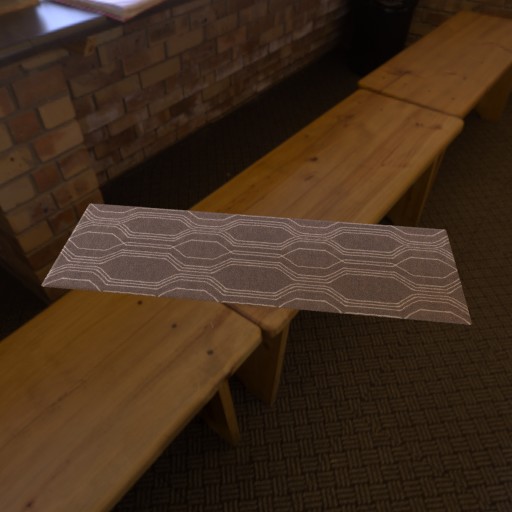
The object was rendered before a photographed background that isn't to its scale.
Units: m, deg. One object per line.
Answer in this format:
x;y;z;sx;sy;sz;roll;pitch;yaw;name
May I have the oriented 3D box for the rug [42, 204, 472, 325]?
0.000;0.000;2.787;2.464;0.012;0.773;5;46;4;rug
